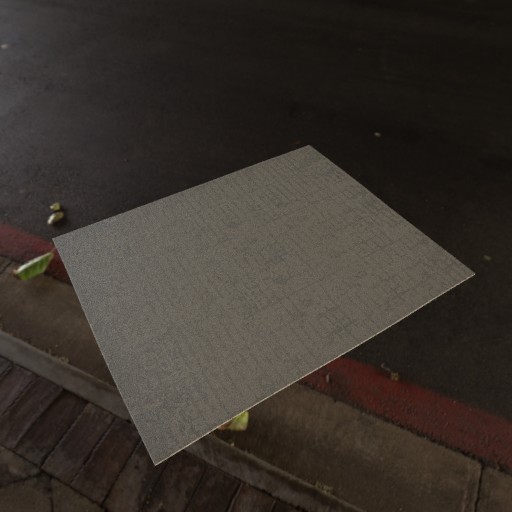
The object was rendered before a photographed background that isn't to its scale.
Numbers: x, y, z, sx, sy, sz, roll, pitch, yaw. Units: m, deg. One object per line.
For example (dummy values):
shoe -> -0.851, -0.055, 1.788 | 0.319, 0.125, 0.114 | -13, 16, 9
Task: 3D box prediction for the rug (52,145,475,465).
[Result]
rug -> 0.000, 0.000, 4.065 | 3.061, 0.014, 2.447 | -24, 51, -22
